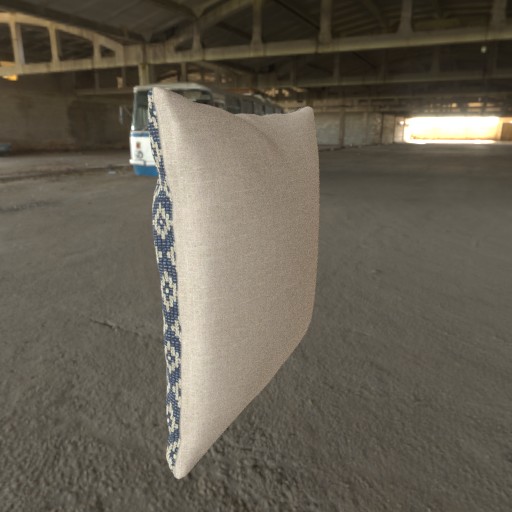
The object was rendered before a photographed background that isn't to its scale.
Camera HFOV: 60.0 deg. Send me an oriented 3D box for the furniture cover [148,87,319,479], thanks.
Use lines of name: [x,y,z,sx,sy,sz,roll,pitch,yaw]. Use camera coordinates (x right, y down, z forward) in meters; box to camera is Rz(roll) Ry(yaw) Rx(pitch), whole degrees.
furniture cover: [0.000,0.000,0.644,0.139,0.431,0.431,7,17,25]
